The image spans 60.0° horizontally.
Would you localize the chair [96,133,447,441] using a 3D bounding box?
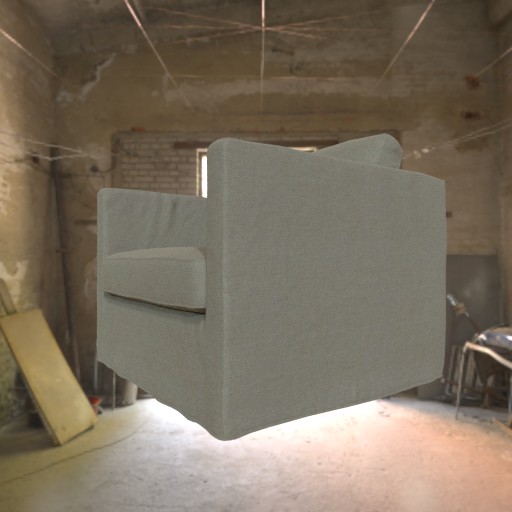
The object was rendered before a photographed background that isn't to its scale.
[{"bbox_3d":[0.000,0.000,1.704,0.949,0.863,1.057,0,0,-36],"label":"chair"}]
